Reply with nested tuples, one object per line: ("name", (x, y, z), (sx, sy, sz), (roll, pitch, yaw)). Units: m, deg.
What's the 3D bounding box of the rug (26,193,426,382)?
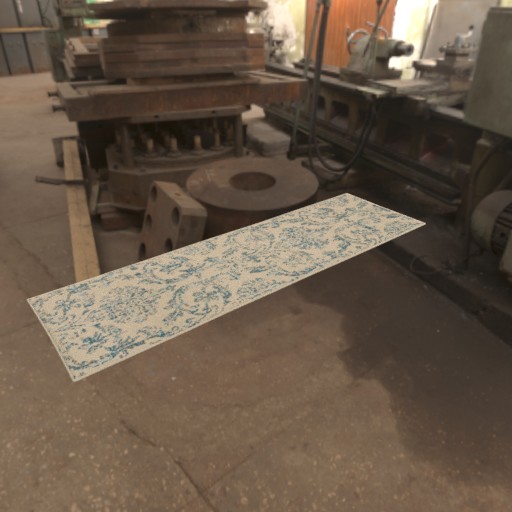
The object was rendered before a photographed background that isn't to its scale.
("rug", (0.000, 0.000, 2.423), (2.196, 0.011, 0.662), (-21, 35, -32))
